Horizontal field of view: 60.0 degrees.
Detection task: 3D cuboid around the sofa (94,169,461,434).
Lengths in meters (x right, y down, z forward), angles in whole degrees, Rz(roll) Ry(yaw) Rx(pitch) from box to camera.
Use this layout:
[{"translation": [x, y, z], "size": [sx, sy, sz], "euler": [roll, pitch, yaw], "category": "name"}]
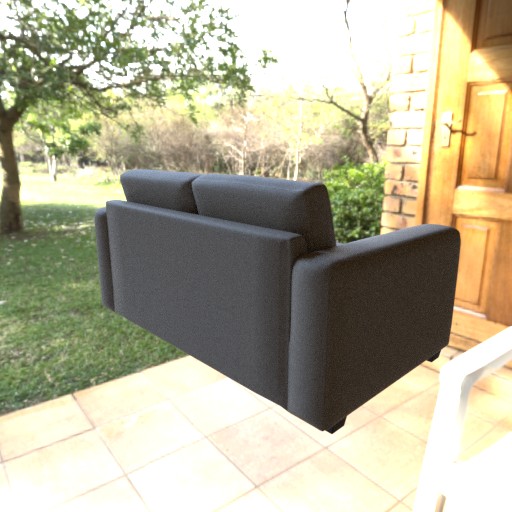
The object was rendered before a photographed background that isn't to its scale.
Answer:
[{"translation": [0.000, 0.000, 2.081], "size": [0.900, 0.800, 1.540], "euler": [-13, 19, -42], "category": "sofa"}]
